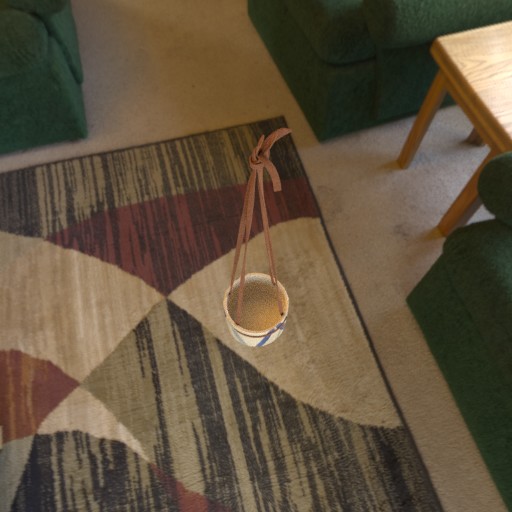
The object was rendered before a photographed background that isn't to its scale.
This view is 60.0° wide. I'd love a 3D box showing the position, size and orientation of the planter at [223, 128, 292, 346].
[{"bbox_3d":[0.000,0.000,0.820,0.153,0.753,0.157,-31,67,-15],"label":"planter"}]
